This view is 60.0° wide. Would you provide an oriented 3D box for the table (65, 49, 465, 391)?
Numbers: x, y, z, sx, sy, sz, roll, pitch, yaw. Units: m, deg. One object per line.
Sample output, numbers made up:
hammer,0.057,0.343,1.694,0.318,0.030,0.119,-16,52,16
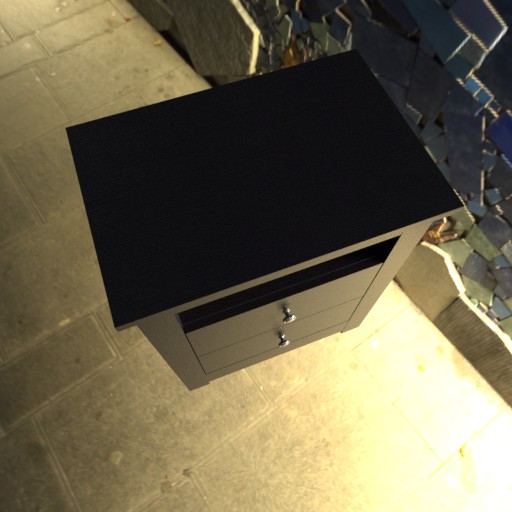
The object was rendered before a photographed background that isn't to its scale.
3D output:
table,0.000,0.000,1.089,0.589,0.711,0.408,-19,65,-9
